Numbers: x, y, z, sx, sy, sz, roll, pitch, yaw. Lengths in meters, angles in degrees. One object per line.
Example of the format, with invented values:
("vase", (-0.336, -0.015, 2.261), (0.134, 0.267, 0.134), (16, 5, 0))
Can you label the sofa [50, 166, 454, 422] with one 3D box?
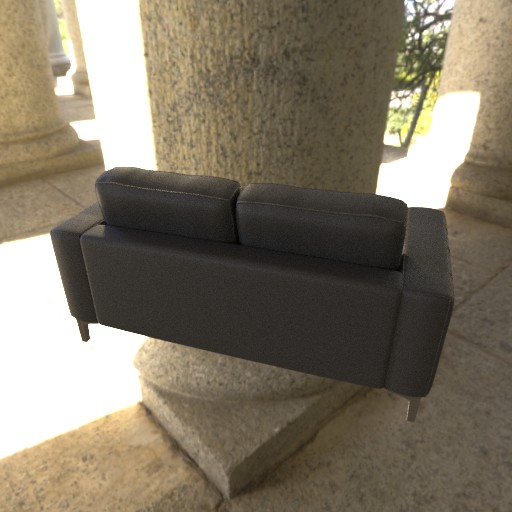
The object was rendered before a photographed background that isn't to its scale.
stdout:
("sofa", (0.000, 0.000, 2.169), (1.726, 0.892, 0.833), (9, 31, 16))
